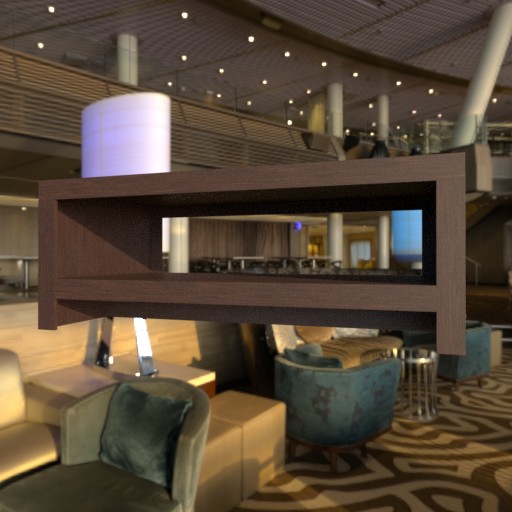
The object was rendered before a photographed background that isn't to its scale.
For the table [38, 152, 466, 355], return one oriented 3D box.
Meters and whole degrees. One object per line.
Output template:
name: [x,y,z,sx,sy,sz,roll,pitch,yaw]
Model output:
table: [0.000,0.000,1.368,1.099,0.424,0.597,0,0,18]
